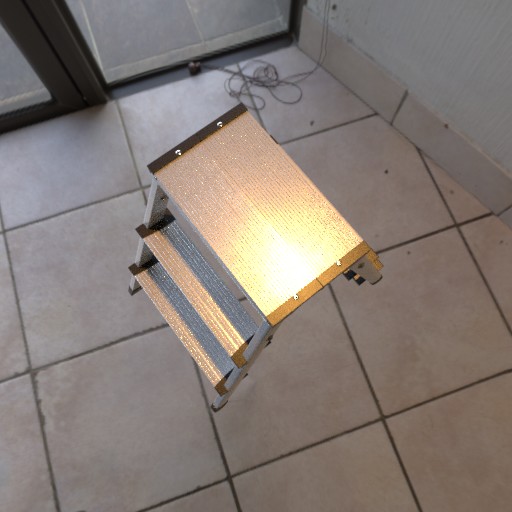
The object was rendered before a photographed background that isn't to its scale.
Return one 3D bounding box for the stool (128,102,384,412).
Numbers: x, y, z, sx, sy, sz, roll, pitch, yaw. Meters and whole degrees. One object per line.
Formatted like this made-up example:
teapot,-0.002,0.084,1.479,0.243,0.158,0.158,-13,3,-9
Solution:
stool,0.000,0.000,1.022,0.622,0.605,0.437,-37,77,-10
